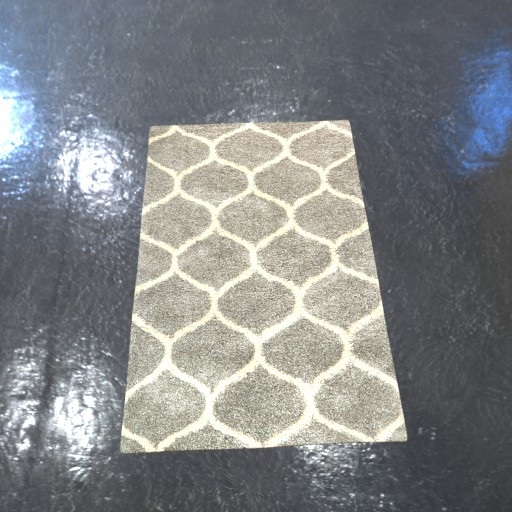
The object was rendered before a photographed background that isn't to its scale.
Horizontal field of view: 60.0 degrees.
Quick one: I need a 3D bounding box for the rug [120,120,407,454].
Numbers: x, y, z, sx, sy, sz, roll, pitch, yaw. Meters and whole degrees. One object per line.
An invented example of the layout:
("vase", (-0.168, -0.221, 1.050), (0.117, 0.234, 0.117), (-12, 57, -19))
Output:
("rug", (0.000, 0.000, 3.385), (1.801, 0.026, 2.701), (-2, 63, -1))
